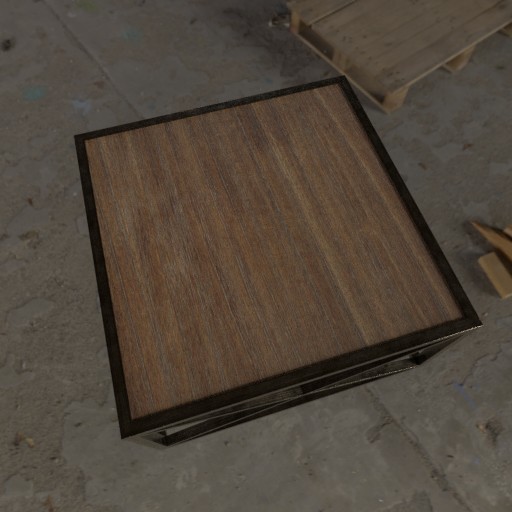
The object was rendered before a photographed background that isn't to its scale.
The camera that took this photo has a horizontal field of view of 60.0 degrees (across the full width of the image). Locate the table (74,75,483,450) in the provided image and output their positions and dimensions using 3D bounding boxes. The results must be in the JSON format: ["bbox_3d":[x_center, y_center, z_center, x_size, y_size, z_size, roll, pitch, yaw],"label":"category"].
[{"bbox_3d":[0.000,0.000,1.432,0.899,0.451,0.909,-15,64,-7],"label":"table"}]
